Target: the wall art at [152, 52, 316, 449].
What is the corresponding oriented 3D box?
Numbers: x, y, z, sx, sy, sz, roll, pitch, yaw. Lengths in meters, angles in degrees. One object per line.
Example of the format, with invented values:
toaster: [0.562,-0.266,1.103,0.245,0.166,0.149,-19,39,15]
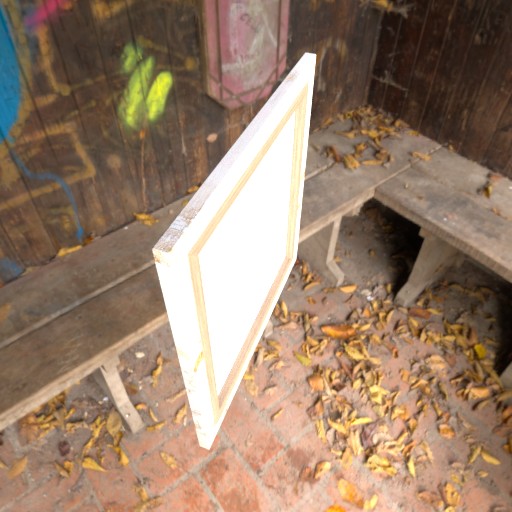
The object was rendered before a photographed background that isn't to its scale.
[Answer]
wall art: [0.000,0.000,1.556,0.040,1.018,1.015,16,48,15]
